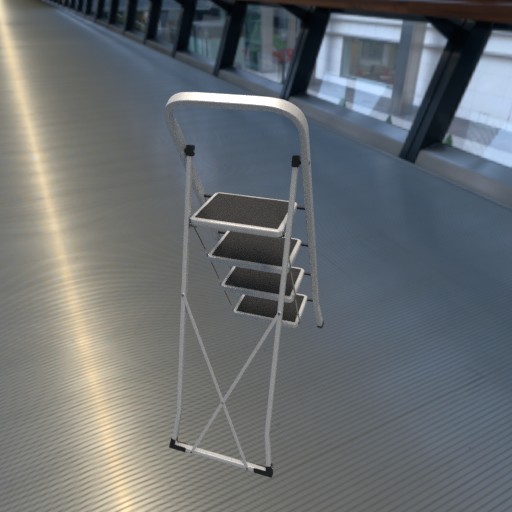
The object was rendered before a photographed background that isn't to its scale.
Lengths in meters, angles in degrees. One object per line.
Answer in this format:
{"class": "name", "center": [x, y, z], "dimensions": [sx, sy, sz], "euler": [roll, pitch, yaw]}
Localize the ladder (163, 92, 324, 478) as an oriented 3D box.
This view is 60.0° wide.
{"class": "ladder", "center": [0.000, 0.000, 1.689], "dimensions": [0.460, 1.265, 0.914], "euler": [9, 32, 15]}
